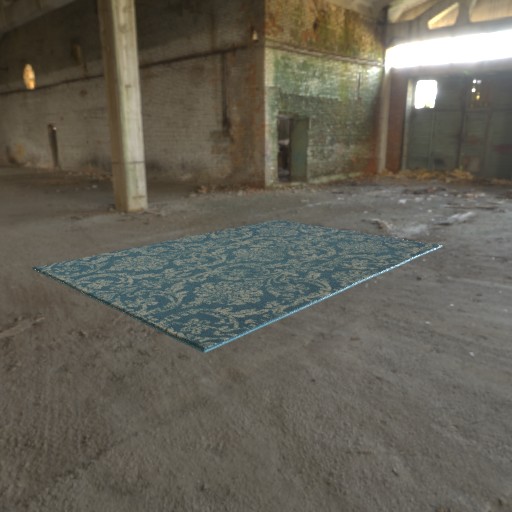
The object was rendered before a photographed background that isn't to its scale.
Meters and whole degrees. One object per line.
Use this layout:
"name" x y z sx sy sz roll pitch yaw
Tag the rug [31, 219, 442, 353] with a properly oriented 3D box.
"rug" 0.000 0.000 2.864 1.554 0.012 2.205 13 20 41
